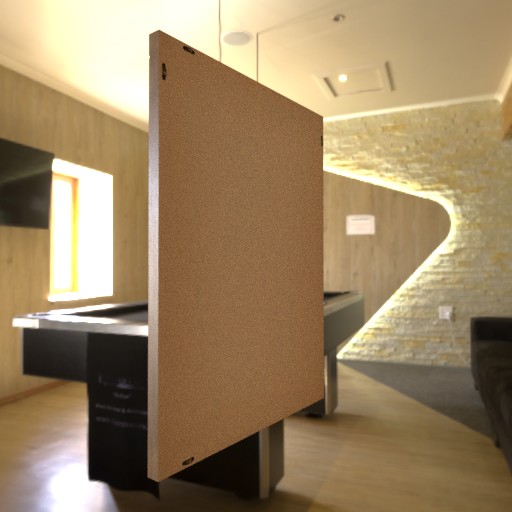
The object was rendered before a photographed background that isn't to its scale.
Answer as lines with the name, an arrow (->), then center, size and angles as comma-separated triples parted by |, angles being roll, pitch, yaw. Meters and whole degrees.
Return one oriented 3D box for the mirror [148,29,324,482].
mirror -> 0.000, 0.000, 1.307 | 0.041, 1.016, 0.762 | 0, -1, 37
